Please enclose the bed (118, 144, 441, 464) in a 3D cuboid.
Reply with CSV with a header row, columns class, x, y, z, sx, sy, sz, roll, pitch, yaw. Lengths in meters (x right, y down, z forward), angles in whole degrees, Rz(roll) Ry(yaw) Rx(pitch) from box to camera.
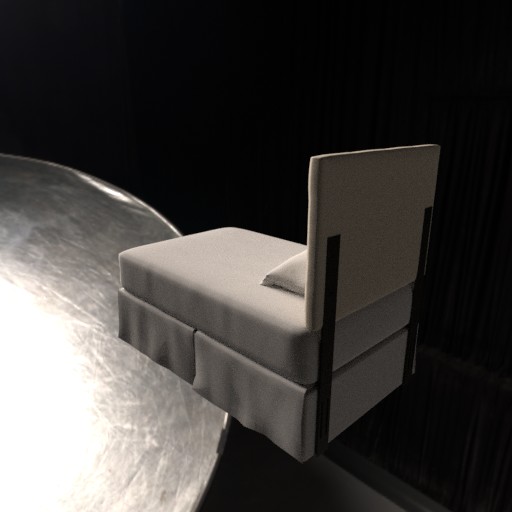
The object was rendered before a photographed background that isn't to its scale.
class,x,y,z,sx,sy,sz,roll,pitch,yaw
bed,0.000,0.000,3.128,1.261,1.571,1.997,-16,24,-42
